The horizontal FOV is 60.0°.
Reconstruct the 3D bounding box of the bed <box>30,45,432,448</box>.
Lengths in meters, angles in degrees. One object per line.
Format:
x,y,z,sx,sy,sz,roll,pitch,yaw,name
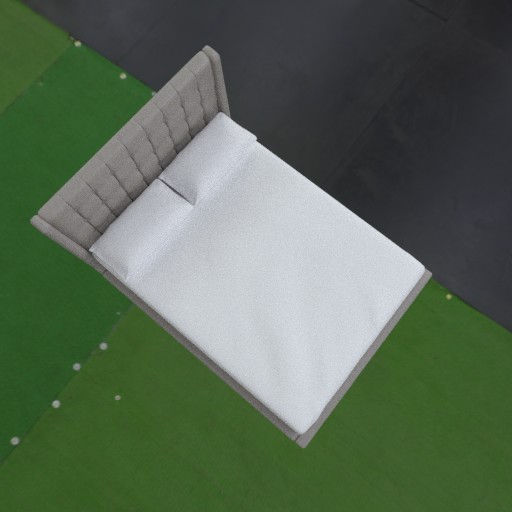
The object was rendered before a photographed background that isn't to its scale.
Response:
0.000,0.000,3.217,2.232,1.147,1.656,39,78,9,bed
